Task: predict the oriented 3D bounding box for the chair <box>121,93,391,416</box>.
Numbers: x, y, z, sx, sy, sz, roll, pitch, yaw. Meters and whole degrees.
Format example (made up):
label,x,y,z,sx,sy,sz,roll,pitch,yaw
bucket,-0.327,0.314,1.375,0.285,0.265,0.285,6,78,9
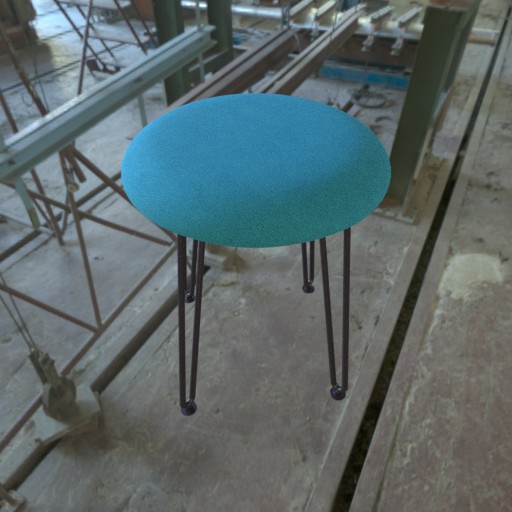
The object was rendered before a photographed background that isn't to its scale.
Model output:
label,x,y,z,sx,sy,sz,roll,pitch,yaw
chair,0.000,0.000,0.703,0.350,0.430,0.350,-12,42,-14
